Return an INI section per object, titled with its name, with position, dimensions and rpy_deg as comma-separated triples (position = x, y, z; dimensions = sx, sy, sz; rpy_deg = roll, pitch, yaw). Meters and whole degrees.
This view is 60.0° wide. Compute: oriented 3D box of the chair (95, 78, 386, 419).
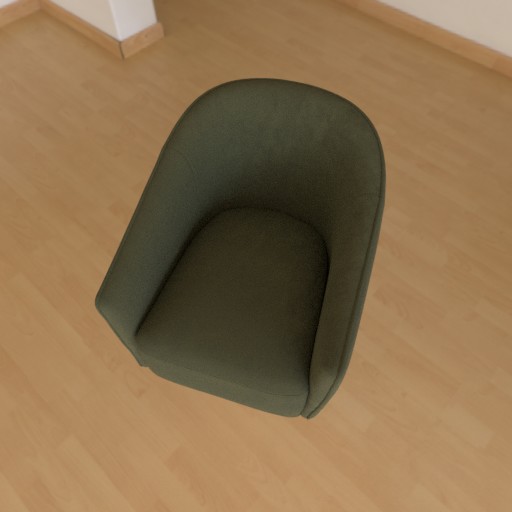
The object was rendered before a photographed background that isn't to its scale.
[chair]
position = 0.000, 0.000, 1.524
dimensions = 0.747, 0.799, 0.875
rpy_deg = 15, 58, 9
